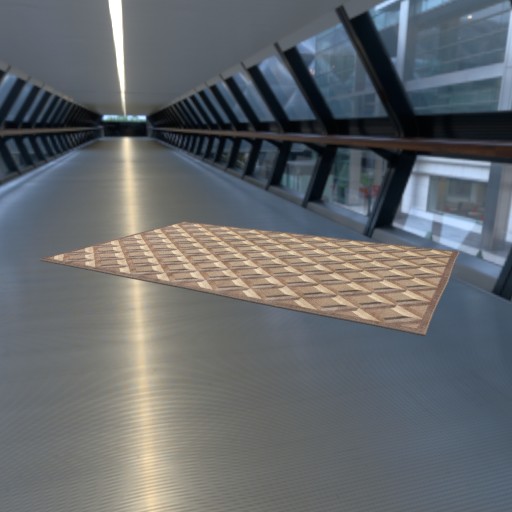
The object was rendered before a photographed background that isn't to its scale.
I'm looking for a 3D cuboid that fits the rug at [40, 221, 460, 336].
[{"bbox_3d":[0.000,0.000,2.090,1.677,0.011,1.066,8,17,28],"label":"rug"}]
